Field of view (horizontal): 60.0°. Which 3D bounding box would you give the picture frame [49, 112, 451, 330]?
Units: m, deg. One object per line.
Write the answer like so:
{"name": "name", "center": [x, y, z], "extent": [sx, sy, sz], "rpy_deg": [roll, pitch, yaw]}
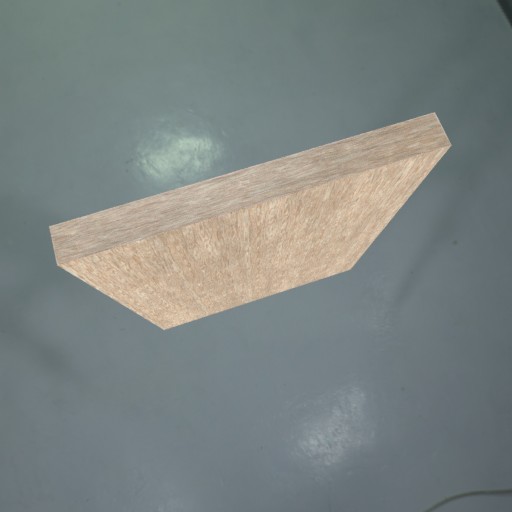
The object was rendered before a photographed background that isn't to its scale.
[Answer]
{"name": "picture frame", "center": [0.000, 0.000, 0.712], "extent": [0.424, 0.526, 0.043], "rpy_deg": [-17, 74, -5]}
